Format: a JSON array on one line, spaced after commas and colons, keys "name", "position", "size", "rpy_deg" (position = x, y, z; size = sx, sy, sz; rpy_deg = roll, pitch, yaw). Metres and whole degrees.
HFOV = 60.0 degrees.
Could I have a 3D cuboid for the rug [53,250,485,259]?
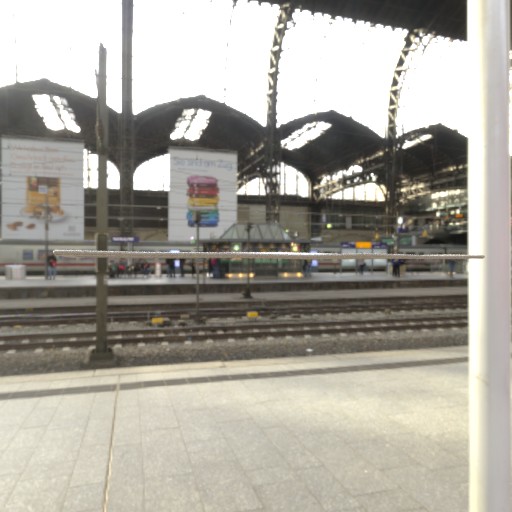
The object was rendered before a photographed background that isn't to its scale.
[{"name": "rug", "position": [0.000, 0.000, 2.351], "size": [1.829, 0.034, 1.252], "rpy_deg": [0, -1, -18]}]
